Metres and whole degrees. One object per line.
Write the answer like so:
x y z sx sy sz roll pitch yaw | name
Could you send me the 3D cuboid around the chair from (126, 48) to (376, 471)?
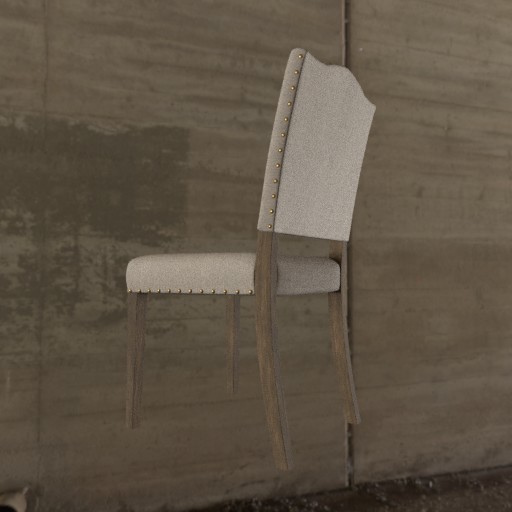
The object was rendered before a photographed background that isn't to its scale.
0.000 0.000 1.357 0.620 1.020 0.508 -2 -3 37 | chair
